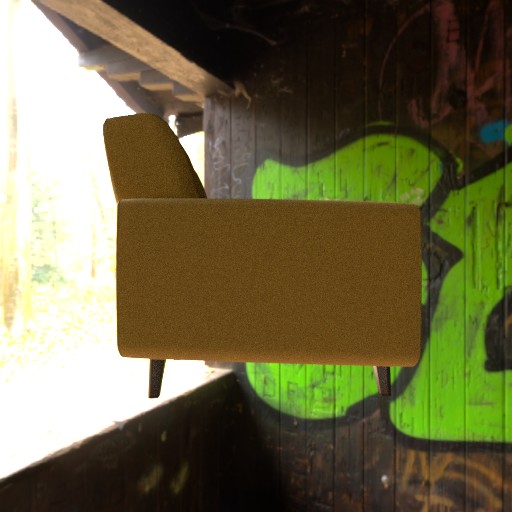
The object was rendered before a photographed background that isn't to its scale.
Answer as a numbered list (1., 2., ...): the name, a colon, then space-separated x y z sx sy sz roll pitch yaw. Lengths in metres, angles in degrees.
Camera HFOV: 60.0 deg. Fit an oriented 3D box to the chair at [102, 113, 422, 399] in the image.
1. chair: 0.000 0.000 1.570 0.909 0.841 0.831 0 0 -2
